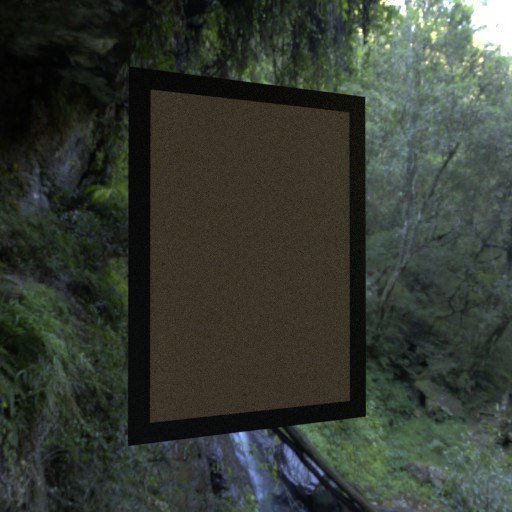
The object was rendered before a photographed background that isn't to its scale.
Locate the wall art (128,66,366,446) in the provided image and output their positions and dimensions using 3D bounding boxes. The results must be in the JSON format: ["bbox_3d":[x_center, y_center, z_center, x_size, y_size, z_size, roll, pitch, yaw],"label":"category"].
[{"bbox_3d":[0.000,0.000,0.687,0.381,0.534,0.013,0,-1,-18],"label":"wall art"}]
